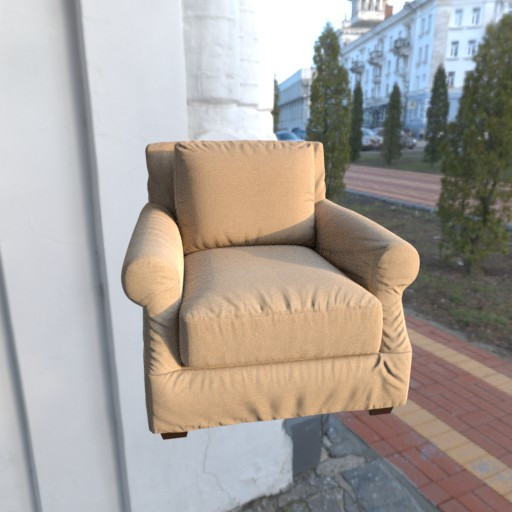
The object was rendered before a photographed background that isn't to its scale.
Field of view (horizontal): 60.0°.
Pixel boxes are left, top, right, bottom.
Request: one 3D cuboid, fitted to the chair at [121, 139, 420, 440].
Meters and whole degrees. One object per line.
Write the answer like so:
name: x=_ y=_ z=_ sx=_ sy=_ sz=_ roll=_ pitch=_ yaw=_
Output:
chair: x=0.000 y=0.000 z=1.725 sx=0.940 sy=0.866 sz=1.066 roll=-3 pitch=16 yaw=-10
